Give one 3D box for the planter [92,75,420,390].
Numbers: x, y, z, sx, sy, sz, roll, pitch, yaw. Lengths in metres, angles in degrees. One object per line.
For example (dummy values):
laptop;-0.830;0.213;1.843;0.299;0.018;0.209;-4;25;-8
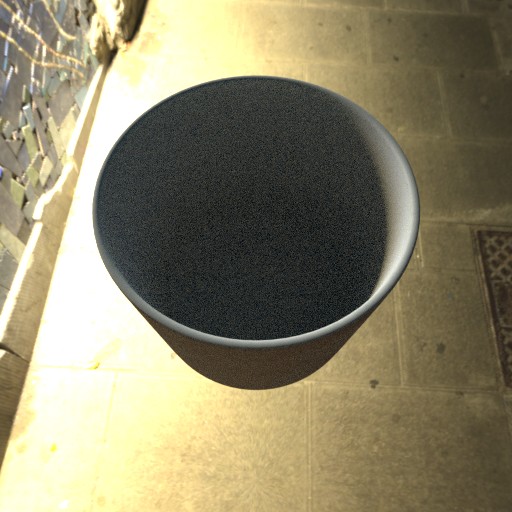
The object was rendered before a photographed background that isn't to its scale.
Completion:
planter;0.000;0.000;0.777;0.440;0.398;0.440;0;63;0
